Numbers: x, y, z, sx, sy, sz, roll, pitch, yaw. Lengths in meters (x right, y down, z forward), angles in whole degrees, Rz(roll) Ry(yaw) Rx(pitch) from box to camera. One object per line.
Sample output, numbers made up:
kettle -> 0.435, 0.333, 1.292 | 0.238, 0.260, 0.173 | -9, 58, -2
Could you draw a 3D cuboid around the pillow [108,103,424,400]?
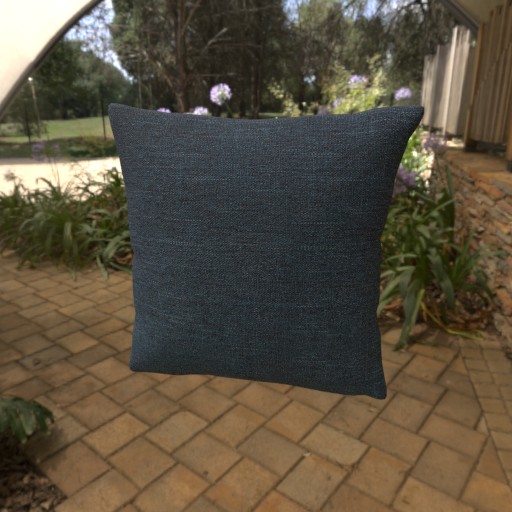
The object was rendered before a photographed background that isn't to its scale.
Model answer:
pillow -> 0.000, 0.000, 0.664 | 0.435, 0.435, 0.159 | 3, 17, 9
